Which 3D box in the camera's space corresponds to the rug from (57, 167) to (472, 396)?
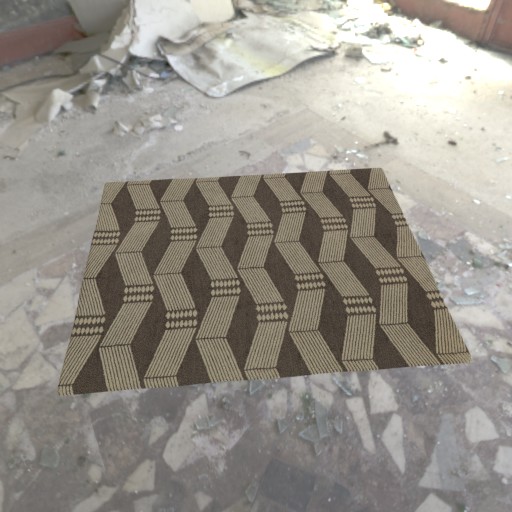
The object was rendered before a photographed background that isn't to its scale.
[{"bbox_3d":[0.000,0.000,4.040,3.048,0.016,2.438,-4,47,-3],"label":"rug"}]
